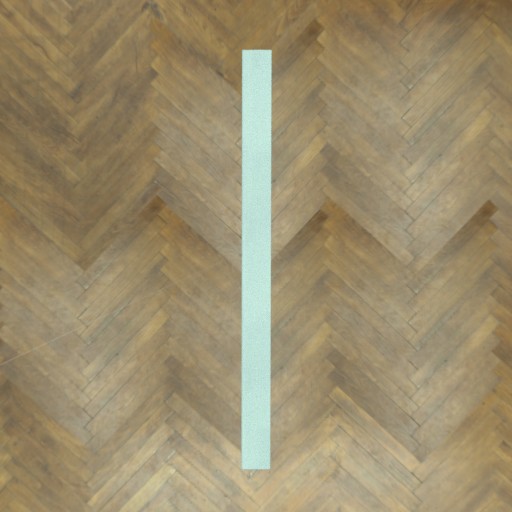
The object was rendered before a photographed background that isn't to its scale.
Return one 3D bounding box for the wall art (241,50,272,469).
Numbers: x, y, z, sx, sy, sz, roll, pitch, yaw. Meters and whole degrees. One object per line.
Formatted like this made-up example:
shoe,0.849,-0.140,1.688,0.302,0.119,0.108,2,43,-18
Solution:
wall art,0.000,0.000,0.839,0.037,0.606,0.508,0,91,0
